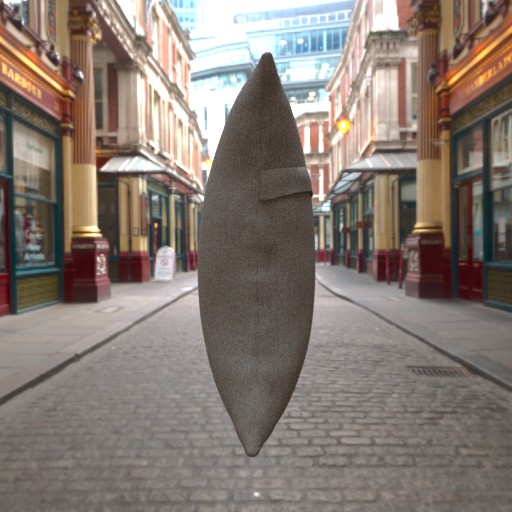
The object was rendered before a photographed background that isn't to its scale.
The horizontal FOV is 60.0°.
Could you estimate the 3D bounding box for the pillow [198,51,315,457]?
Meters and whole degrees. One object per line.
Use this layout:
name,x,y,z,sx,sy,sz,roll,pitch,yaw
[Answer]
pillow,0.000,0.000,0.683,0.173,0.436,0.433,0,0,-1
